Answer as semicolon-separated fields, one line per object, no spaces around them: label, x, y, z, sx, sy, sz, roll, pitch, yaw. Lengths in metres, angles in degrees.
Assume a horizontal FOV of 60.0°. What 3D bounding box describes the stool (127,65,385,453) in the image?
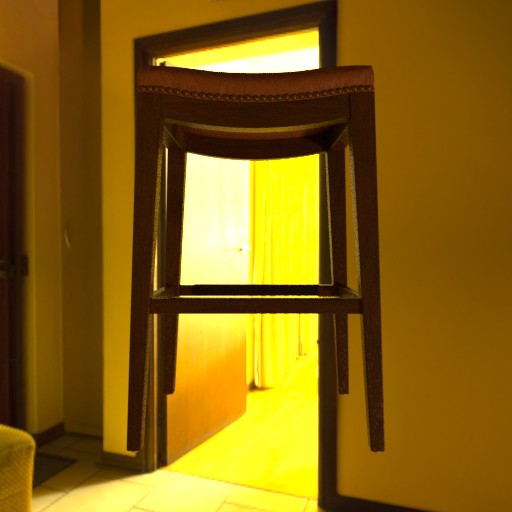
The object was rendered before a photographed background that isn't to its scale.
stool;0.000;0.000;1.030;0.500;0.759;0.361;0;1;0
